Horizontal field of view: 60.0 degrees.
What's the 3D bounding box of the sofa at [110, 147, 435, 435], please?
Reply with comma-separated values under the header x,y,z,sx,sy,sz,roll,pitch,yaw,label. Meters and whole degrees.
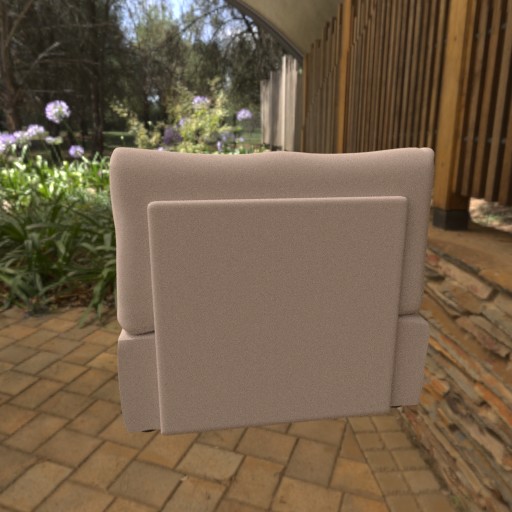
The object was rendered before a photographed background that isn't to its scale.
x,y,z,sx,sy,sz,roll,pitch,yaw,label
0.000,0.000,1.713,0.935,0.828,1.000,-2,15,-9,sofa
